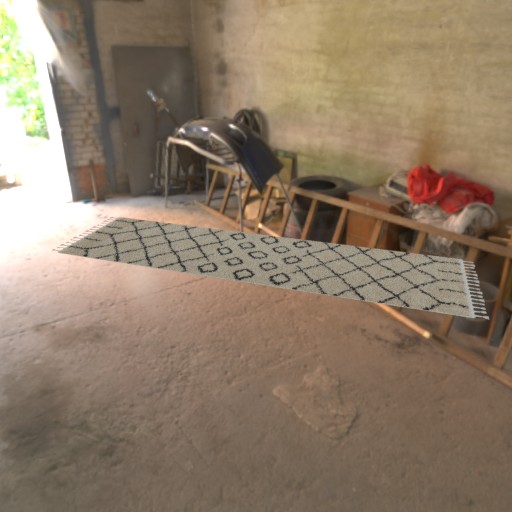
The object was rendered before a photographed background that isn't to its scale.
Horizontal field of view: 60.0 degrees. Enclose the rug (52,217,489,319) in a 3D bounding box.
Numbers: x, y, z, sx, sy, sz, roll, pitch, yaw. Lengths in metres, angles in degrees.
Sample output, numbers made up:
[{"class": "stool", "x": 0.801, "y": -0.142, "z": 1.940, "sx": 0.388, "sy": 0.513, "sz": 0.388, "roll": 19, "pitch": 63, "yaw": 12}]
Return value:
[{"class": "rug", "x": 0.000, "y": 0.000, "z": 2.657, "sx": 2.464, "sy": 0.005, "sz": 0.660, "roll": 8, "pitch": 26, "yaw": 16}]
